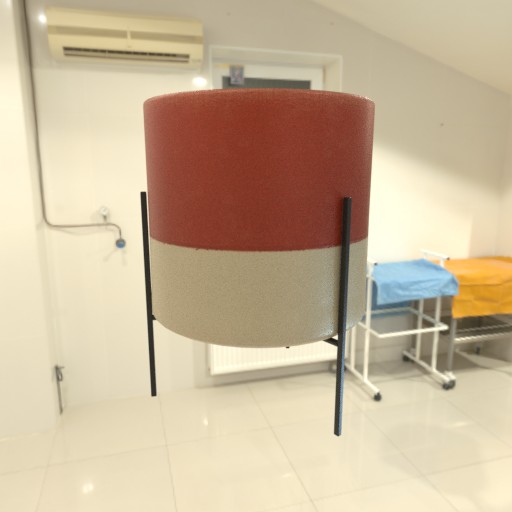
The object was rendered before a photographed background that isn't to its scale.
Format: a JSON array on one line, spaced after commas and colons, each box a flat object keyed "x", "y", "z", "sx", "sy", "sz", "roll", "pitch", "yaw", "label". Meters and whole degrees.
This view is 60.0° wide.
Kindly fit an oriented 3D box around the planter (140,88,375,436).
[{"x": 0.000, "y": 0.000, "z": 0.719, "sx": 0.354, "sy": 0.465, "sz": 0.345, "roll": -2, "pitch": 12, "yaw": -9, "label": "planter"}]
